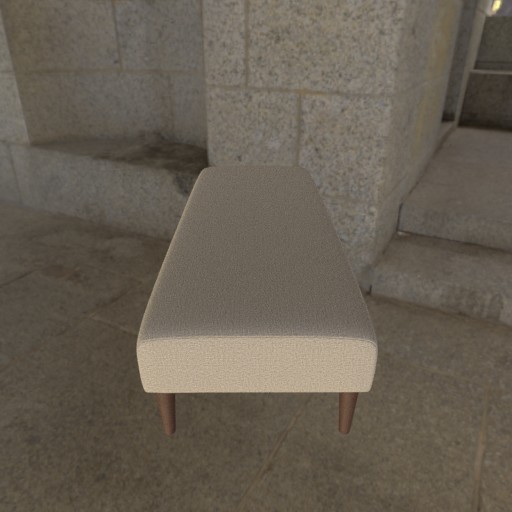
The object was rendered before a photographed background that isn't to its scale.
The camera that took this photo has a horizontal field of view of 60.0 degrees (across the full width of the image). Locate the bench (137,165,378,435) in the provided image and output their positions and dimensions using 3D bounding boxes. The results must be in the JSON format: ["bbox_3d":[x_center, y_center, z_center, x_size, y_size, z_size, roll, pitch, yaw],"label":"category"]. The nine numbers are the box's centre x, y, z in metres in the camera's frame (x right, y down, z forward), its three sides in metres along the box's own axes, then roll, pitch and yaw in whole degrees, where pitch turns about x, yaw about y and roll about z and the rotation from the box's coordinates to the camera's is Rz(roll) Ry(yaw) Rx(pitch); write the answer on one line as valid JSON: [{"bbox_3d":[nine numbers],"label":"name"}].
[{"bbox_3d":[0.000,0.000,1.887,0.646,0.393,1.609,0,26,0],"label":"bench"}]
